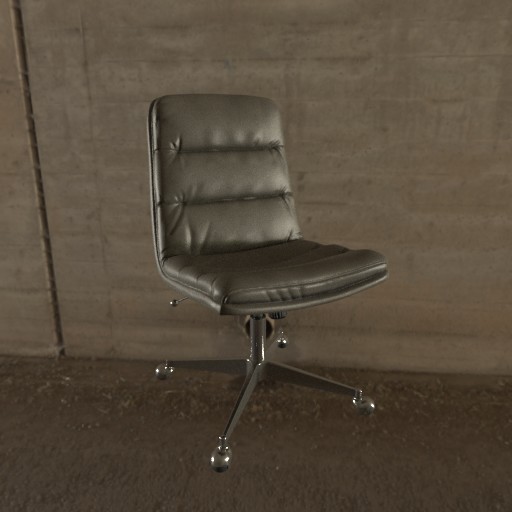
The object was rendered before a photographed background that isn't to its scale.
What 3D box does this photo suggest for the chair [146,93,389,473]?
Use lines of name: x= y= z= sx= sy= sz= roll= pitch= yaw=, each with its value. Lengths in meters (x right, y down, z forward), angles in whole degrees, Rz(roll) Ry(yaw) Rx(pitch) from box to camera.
chair: x=0.000 y=0.000 z=1.038 sx=0.422 sy=0.738 sz=0.485 roll=-9 pitch=18 yaw=-28
